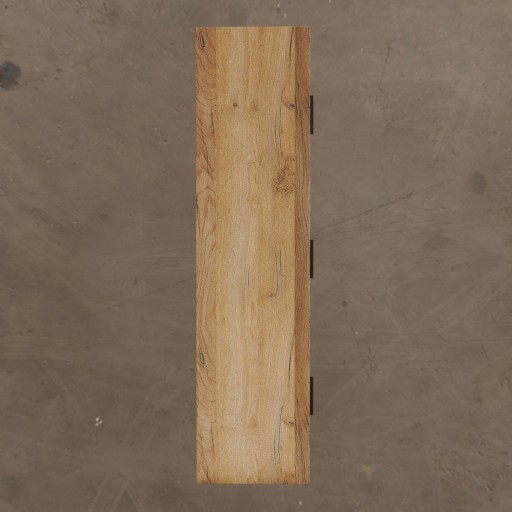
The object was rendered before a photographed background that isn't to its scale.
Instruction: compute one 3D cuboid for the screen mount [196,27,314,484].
[{"bbox_3d":[0.000,0.000,1.703,0.395,0.450,1.524,0,91,1],"label":"screen mount"}]
